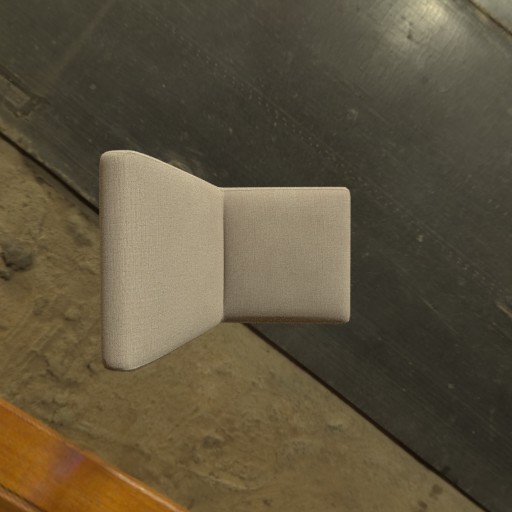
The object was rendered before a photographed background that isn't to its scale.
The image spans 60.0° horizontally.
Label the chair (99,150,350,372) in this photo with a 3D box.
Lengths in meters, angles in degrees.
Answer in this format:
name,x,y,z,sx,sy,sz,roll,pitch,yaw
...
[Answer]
name,x,y,z,sx,sy,sz,roll,pitch,yaw
chair,0.000,0.000,1.363,0.611,1.033,0.450,0,91,0
